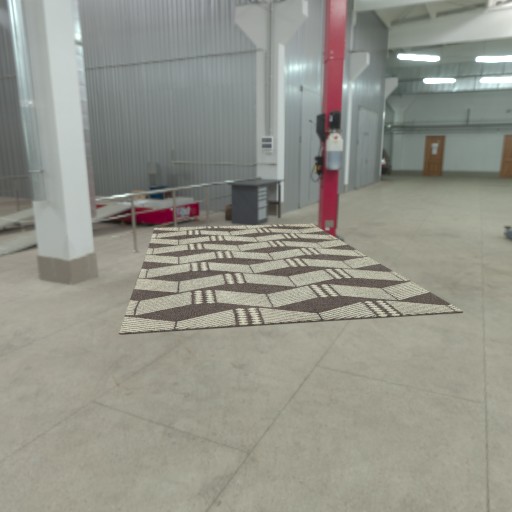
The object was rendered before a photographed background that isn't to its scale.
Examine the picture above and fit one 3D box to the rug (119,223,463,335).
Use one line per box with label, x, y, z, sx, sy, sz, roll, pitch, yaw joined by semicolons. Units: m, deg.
rug;0.000;0.000;3.064;1.517;0.011;2.435;-2;14;-9
